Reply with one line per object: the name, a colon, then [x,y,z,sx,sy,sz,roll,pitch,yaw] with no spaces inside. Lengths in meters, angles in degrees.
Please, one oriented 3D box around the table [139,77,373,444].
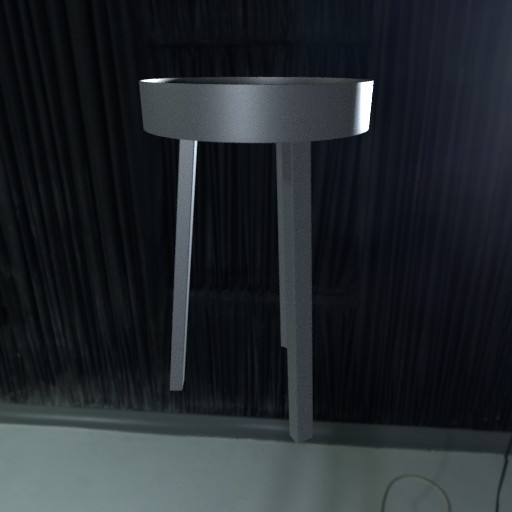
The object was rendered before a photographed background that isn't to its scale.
table: [0.000,0.000,0.928,0.406,0.686,0.406,0,23,0]
